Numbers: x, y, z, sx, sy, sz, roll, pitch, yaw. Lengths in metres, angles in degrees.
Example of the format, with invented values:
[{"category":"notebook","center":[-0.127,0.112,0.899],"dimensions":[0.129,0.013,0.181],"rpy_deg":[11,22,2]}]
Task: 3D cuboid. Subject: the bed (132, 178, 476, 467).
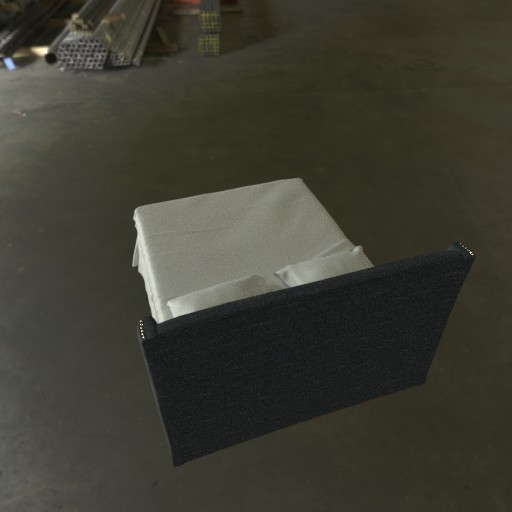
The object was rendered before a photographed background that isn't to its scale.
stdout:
[{"category":"bed","center":[0.000,0.000,3.514],"dimensions":[1.925,1.332,2.276],"rpy_deg":[-12,42,-14]}]
